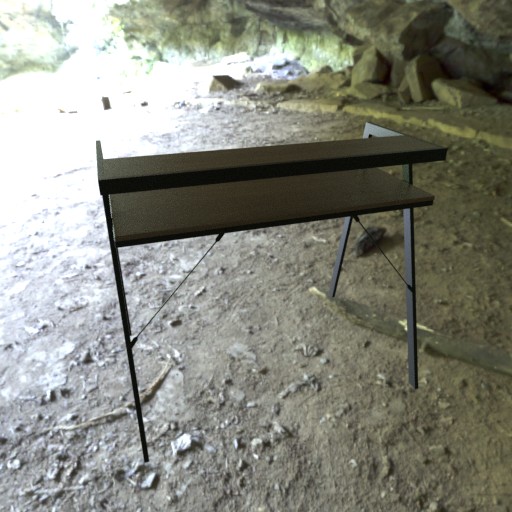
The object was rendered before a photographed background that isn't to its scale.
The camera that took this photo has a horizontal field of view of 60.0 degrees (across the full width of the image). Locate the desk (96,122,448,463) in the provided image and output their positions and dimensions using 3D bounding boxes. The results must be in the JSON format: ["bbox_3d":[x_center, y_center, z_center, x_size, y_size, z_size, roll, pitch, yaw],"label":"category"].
[{"bbox_3d":[0.000,0.000,1.890,1.143,0.998,0.936,-9,28,-16],"label":"desk"}]
